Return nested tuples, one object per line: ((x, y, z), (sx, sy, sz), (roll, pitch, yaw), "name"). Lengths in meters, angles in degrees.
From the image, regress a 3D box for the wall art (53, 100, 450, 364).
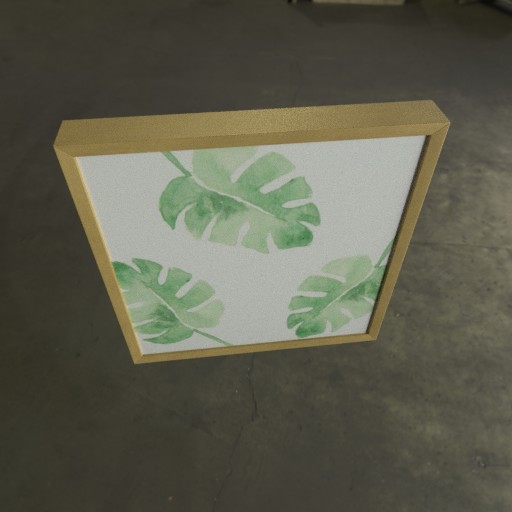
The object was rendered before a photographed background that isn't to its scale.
((0.000, 0.000, 0.459), (0.305, 0.305, 0.038), (-5, 46, -5), "wall art")
